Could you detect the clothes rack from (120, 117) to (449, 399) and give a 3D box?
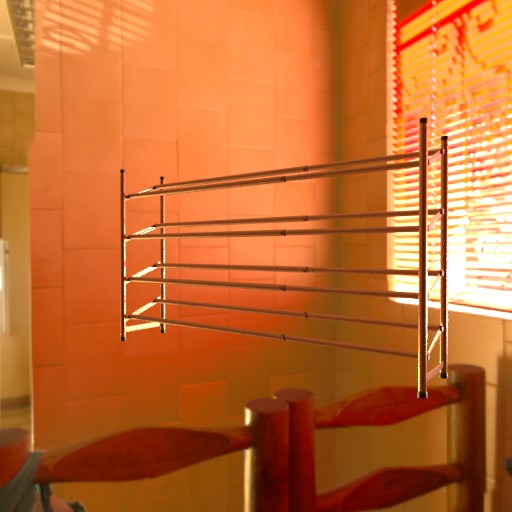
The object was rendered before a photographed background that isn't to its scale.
[{"bbox_3d":[0.000,0.000,1.486,1.168,0.672,0.229,0,1,36],"label":"clothes rack"}]
